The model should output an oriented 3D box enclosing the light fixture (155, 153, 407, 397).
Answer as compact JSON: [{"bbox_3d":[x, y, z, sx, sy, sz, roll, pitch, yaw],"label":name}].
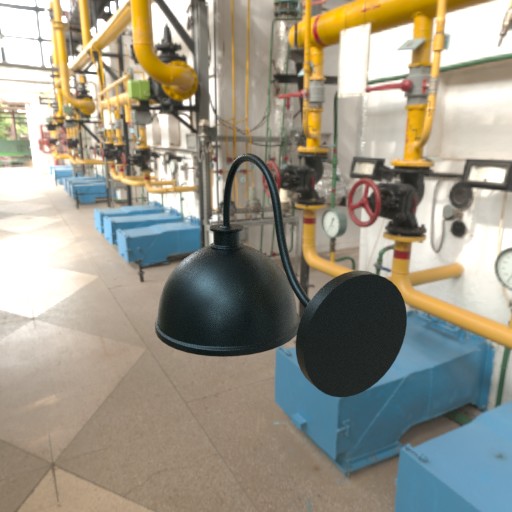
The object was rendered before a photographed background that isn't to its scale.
[{"bbox_3d":[0.000,0.000,0.655,0.253,0.295,0.467,-7,16,-26],"label":"light fixture"}]
